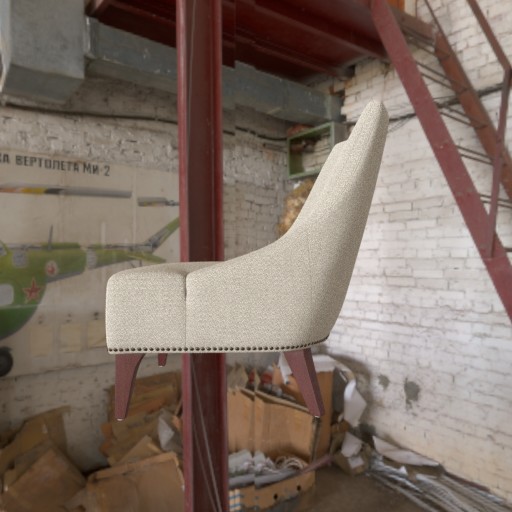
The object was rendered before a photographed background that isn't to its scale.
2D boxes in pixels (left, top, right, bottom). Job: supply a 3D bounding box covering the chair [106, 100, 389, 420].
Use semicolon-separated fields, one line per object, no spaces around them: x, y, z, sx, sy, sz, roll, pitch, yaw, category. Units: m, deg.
0.000;0.000;1.540;0.861;0.909;0.701;0;0;-1;chair
